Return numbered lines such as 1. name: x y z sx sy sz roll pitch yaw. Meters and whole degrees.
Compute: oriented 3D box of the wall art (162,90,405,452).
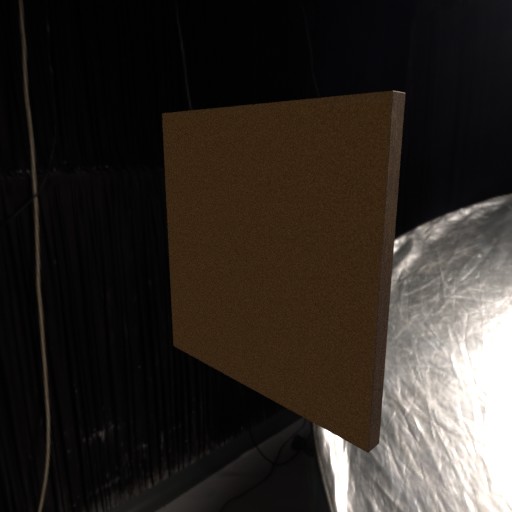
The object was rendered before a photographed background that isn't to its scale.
1. wall art: 0.000 0.000 0.934 0.042 0.608 0.611 -14 20 -43
